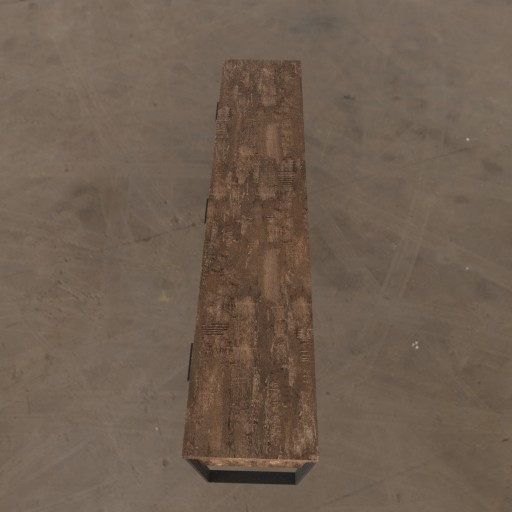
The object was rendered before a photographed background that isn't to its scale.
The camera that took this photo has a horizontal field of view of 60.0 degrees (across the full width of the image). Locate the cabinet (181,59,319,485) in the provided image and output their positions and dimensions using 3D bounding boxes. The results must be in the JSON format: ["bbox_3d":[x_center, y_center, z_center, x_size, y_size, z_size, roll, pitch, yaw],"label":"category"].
[{"bbox_3d":[0.000,0.000,2.025,0.395,0.762,1.800,1,58,1],"label":"cabinet"}]
